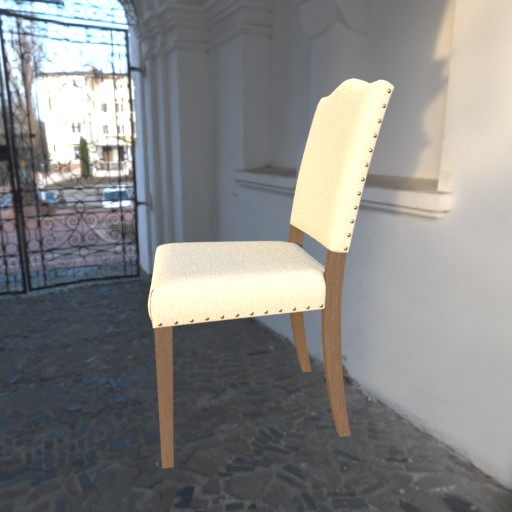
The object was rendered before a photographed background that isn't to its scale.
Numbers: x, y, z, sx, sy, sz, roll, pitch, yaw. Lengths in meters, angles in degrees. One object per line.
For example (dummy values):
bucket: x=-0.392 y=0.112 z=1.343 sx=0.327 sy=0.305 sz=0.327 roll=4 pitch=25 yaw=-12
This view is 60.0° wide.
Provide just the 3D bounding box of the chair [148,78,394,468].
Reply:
chair: x=0.000 y=0.000 z=1.342 sx=0.619 sy=1.015 sz=0.508 roll=-3 pitch=14 yaw=-10
